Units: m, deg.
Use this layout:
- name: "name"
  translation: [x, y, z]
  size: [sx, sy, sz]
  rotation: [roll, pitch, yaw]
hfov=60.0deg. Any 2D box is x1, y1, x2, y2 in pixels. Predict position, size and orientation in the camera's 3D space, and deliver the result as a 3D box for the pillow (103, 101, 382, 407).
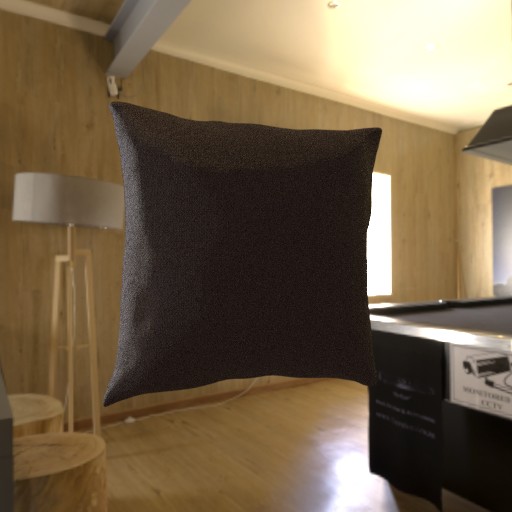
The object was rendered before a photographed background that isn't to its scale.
- name: "pillow"
  translation: [0.000, 0.000, 0.695]
  size: [0.452, 0.439, 0.204]
  rotation: [0, -1, -18]
